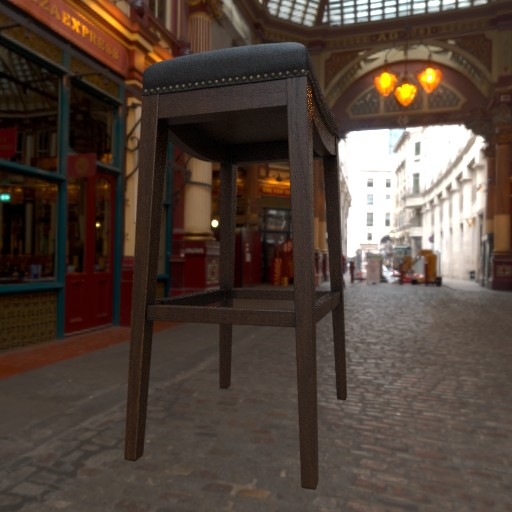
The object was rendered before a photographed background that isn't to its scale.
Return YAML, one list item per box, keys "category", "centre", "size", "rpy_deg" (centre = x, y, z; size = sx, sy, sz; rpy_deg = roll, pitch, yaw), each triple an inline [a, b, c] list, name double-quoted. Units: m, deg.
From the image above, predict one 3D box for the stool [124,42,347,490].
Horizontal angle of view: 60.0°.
- category: "stool"
  centre: [0.000, 0.000, 1.014]
  size: [0.361, 0.765, 0.500]
  rpy_deg: [0, 0, 17]
